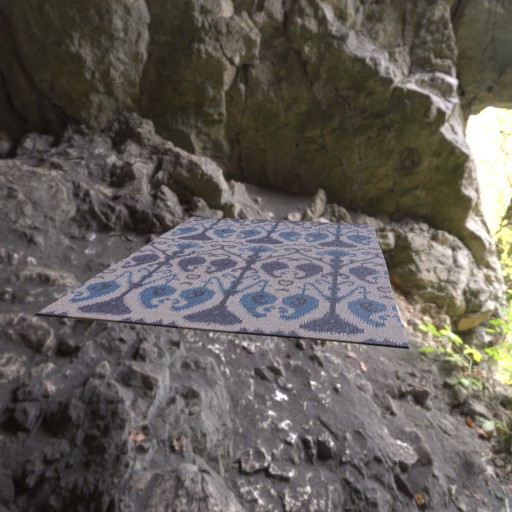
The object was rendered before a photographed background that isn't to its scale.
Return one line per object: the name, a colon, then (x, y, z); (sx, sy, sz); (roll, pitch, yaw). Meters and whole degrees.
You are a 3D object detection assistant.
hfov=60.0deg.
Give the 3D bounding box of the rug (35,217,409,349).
rug: (0.000, 0.000, 2.969); (1.676, 0.013, 2.261); (3, 17, 11)
